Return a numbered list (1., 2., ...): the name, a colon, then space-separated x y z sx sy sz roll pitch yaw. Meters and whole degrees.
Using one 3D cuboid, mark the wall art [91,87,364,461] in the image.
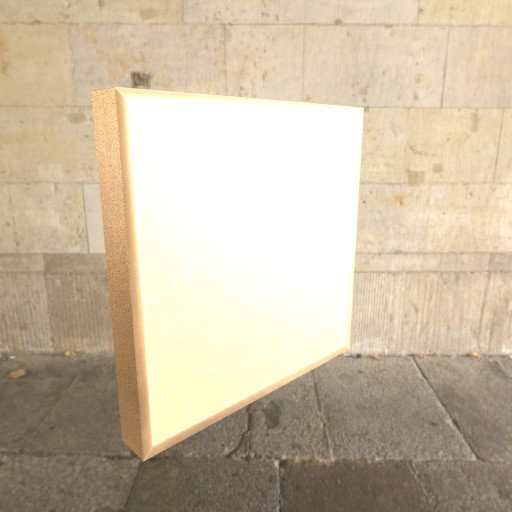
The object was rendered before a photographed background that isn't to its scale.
1. wall art: 0.000 0.000 0.458 0.305 0.303 0.038 -14 20 -42
